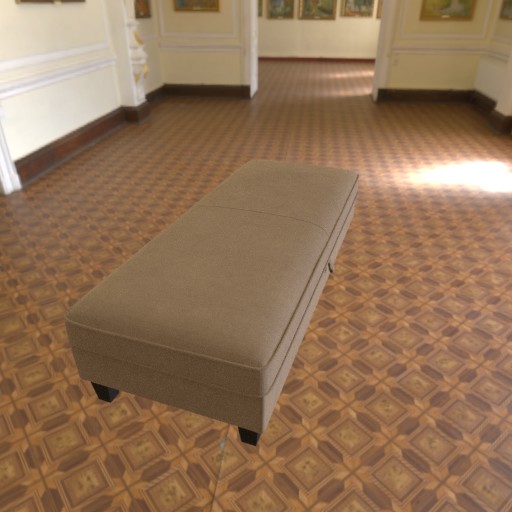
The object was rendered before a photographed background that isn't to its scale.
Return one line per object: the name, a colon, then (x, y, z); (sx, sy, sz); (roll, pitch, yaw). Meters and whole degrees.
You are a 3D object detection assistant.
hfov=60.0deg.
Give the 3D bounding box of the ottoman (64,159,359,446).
ottoman: (0.000, 0.000, 2.071); (0.735, 0.460, 1.726); (10, 31, 17)
